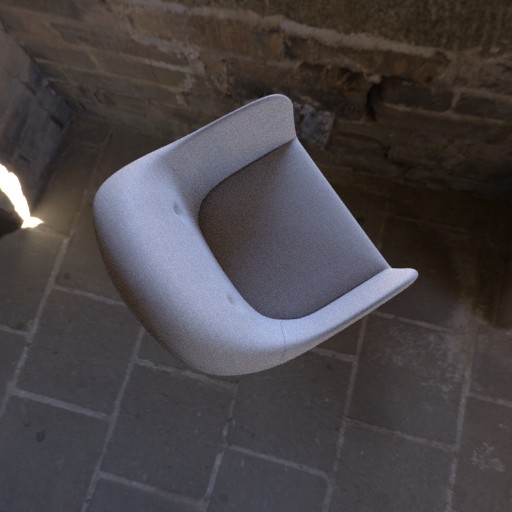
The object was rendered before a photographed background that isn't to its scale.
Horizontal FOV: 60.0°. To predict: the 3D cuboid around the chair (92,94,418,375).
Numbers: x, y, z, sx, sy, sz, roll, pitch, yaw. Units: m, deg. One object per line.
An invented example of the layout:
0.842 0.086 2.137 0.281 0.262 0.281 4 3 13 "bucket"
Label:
0.000 0.000 1.145 0.570 0.780 0.540 -31 77 -8 "chair"
